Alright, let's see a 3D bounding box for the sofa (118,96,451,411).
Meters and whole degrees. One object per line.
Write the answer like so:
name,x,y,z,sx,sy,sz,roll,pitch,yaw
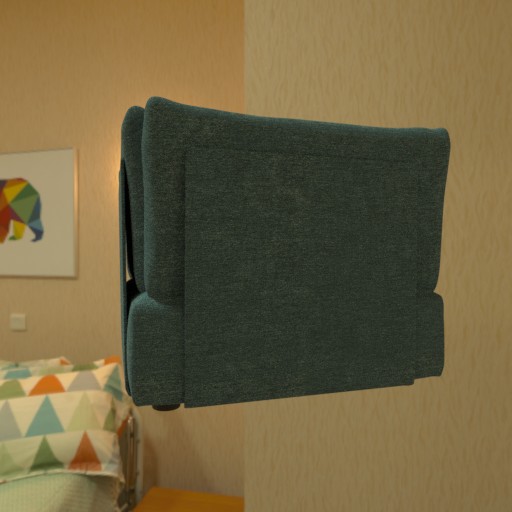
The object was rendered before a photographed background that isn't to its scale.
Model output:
sofa,0.000,0.000,1.698,1.000,0.820,1.000,0,0,-18
